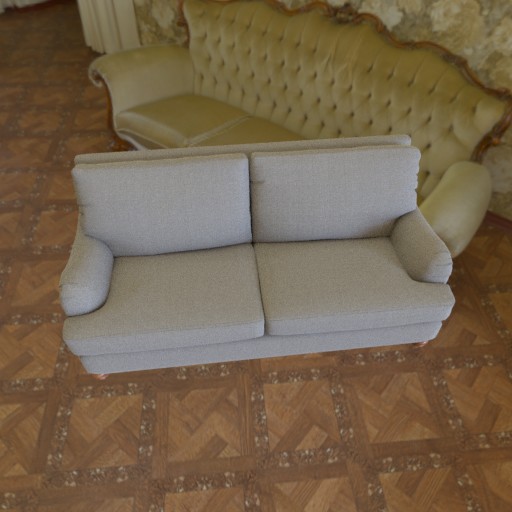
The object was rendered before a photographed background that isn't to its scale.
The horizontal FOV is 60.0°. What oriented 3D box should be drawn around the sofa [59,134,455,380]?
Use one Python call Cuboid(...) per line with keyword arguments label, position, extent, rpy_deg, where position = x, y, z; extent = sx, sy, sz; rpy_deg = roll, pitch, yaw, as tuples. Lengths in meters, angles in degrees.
Cuboid(label="sofa", position=(0.000, 0.000, 2.721), extent=(2.160, 1.054, 1.087), rpy_deg=(-5, 46, -5))
